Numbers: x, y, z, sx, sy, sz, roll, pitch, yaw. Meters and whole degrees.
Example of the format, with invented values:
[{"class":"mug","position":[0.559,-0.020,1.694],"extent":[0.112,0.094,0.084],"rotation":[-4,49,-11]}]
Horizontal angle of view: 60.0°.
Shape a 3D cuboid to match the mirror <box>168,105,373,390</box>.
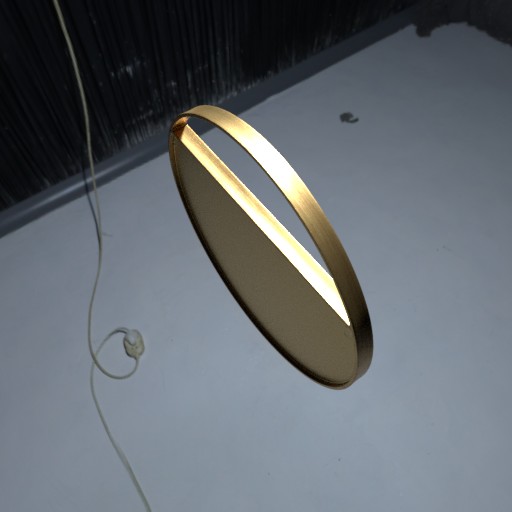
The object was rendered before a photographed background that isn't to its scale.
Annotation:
[{"class":"mirror","position":[0.000,0.000,0.831],"extent":[0.032,0.565,0.565],"rotation":[-32,63,-18]}]
